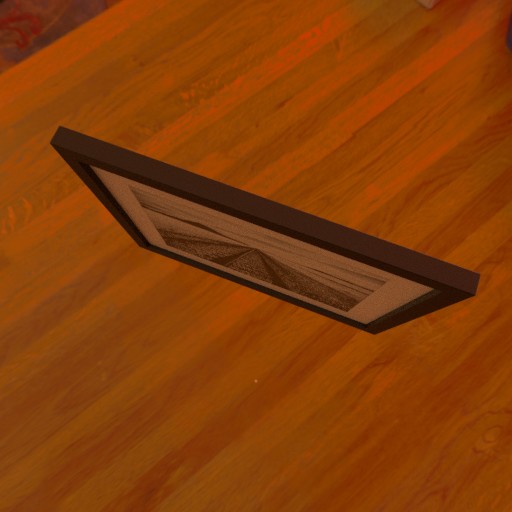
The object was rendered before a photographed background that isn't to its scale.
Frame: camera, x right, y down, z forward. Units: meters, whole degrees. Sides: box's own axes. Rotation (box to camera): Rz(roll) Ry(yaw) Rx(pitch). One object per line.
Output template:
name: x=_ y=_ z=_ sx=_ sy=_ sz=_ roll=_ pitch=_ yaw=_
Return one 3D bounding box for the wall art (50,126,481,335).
wall art: x=0.000 y=0.000 z=0.767 sx=0.559 sy=0.458 sz=0.029 roll=20 pitch=75 yaw=6
